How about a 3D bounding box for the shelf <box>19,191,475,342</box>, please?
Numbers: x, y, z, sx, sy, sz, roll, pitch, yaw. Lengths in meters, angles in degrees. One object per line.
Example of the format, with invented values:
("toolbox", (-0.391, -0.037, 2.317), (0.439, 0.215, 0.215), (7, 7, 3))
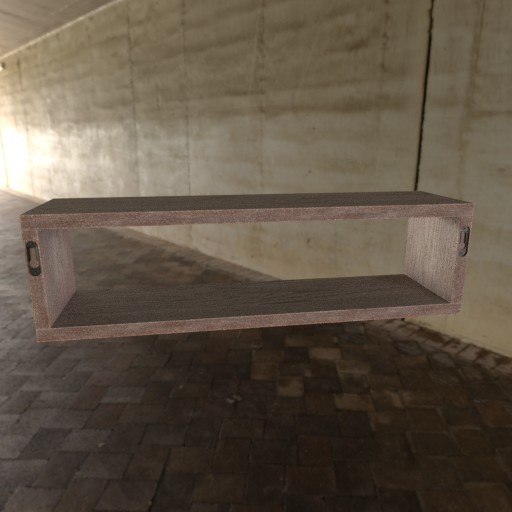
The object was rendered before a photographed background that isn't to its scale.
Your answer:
("shelf", (0.000, 0.000, 0.681), (0.610, 0.170, 0.150), (-2, 15, -9))
